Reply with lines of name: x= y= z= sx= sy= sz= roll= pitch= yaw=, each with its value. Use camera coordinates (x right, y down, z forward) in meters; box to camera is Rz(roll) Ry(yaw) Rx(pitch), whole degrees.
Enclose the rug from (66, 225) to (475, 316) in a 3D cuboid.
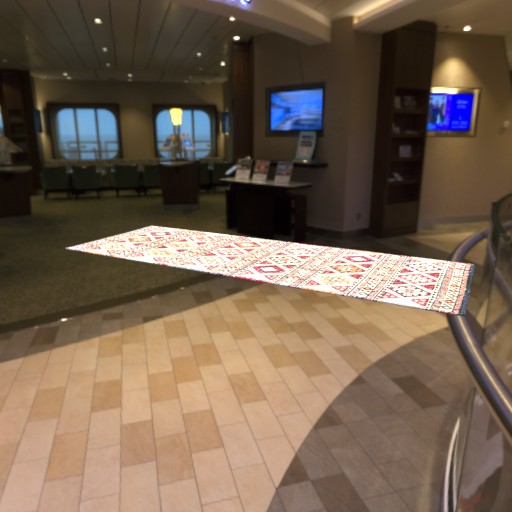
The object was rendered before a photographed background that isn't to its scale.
rug: x=0.000 y=0.000 z=2.679 sx=2.362 sy=0.008 sz=0.832 roll=8 pitch=17 yaw=27
